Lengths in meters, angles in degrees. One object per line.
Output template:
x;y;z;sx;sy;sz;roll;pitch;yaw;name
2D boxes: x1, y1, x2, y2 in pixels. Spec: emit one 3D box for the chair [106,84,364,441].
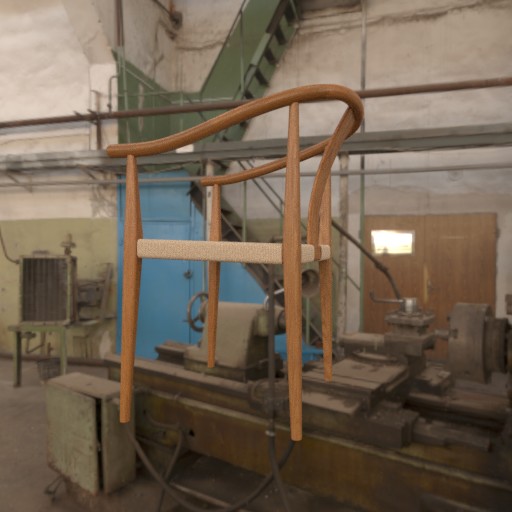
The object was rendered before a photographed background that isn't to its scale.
0.000;0.000;1.235;0.579;0.800;0.556;0;1;18;chair
